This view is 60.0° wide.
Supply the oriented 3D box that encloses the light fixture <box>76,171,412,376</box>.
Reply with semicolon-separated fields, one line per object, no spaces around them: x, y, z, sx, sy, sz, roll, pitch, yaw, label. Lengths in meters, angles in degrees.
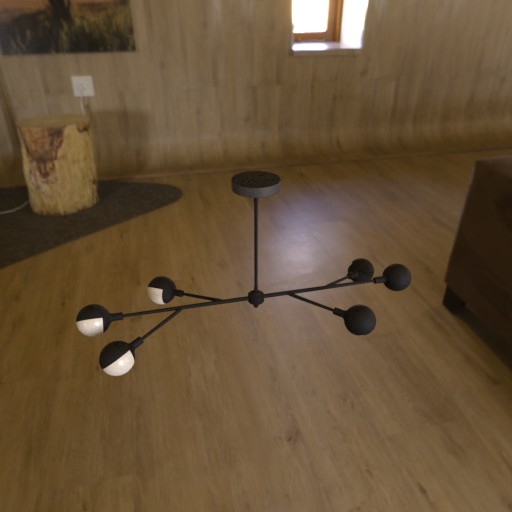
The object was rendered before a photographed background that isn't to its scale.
0.000;0.000;0.993;0.778;0.362;0.434;1;30;2;light fixture
